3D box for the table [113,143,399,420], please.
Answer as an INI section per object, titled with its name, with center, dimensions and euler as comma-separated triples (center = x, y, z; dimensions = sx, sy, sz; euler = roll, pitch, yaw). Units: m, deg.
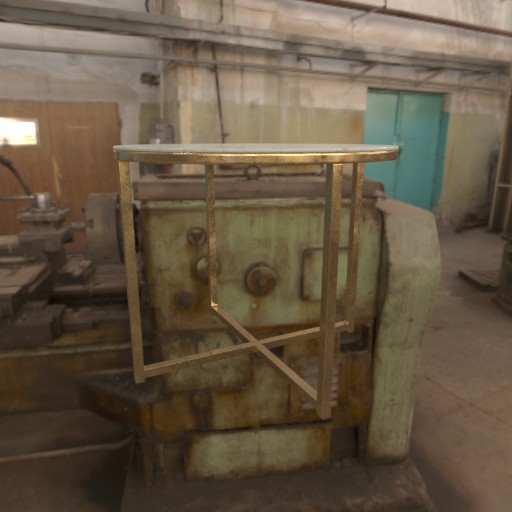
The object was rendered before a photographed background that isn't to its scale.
[table]
center = 0.000, 0.000, 0.866
dimensions = 0.500, 0.420, 0.500
euler = 0, 15, 0
